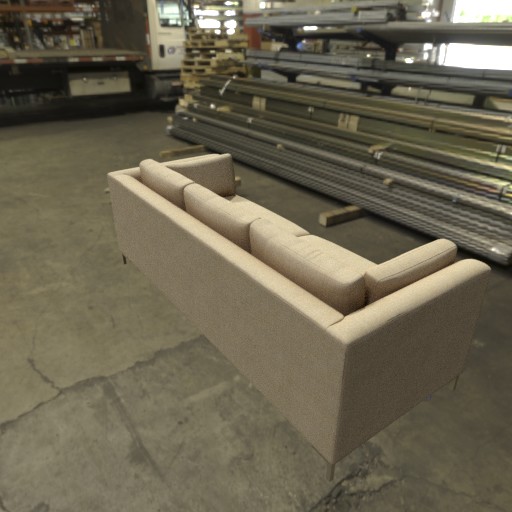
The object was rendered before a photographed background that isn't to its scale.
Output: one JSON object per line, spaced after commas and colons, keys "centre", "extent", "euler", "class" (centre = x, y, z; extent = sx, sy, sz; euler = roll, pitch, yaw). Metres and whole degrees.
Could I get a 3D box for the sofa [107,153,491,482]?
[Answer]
{"centre": [0.000, 0.000, 2.783], "extent": [0.969, 0.867, 2.415], "euler": [-19, 33, -31], "class": "sofa"}
